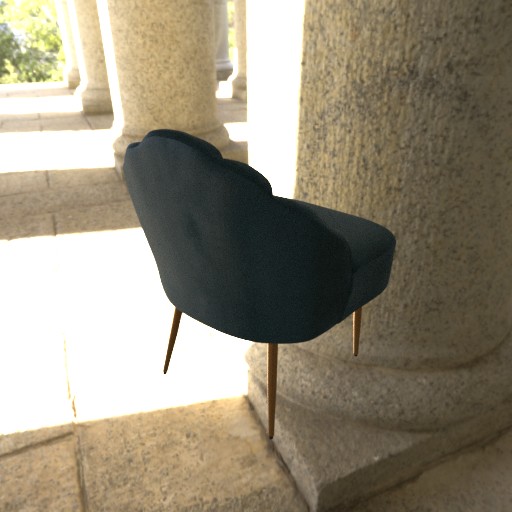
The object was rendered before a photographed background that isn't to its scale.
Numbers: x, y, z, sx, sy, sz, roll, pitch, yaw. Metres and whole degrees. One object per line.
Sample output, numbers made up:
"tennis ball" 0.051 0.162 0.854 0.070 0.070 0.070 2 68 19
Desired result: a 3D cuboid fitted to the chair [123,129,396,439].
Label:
"chair" 0.000 0.000 1.282 0.657 0.819 0.599 19 34 32
